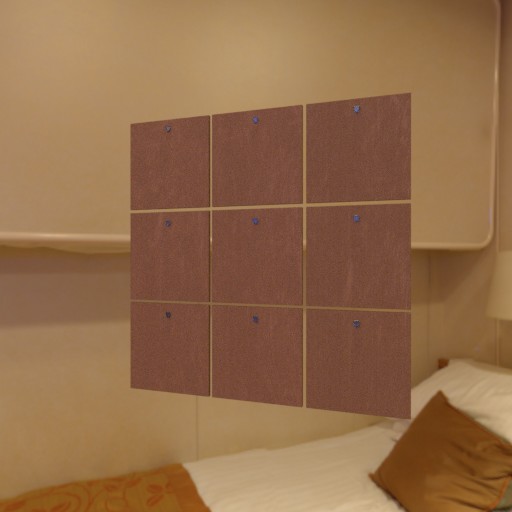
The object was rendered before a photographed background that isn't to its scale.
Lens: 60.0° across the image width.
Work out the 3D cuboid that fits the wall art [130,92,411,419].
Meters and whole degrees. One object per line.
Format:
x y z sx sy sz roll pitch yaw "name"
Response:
0.000 0.000 1.386 0.915 0.913 0.018 0 0 19 "wall art"
